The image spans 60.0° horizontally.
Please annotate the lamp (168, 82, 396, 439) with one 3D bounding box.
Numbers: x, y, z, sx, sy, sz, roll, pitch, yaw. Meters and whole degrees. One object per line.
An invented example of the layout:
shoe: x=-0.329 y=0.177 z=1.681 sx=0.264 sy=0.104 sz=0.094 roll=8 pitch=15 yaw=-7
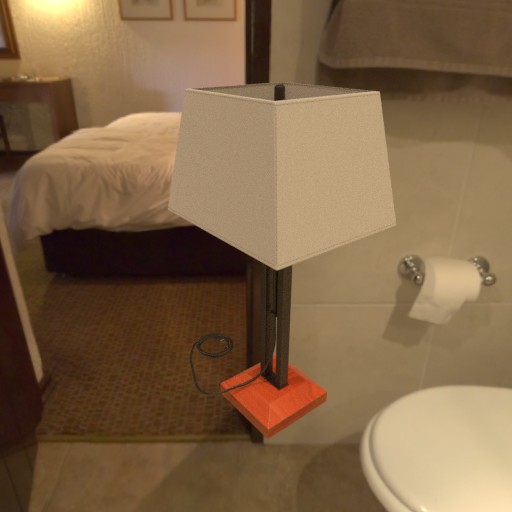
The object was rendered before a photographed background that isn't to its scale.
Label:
lamp: x=0.000 y=0.000 z=1.006 sx=0.310 sy=0.737 sz=0.498 roll=-19 pitch=31 yaw=-34
